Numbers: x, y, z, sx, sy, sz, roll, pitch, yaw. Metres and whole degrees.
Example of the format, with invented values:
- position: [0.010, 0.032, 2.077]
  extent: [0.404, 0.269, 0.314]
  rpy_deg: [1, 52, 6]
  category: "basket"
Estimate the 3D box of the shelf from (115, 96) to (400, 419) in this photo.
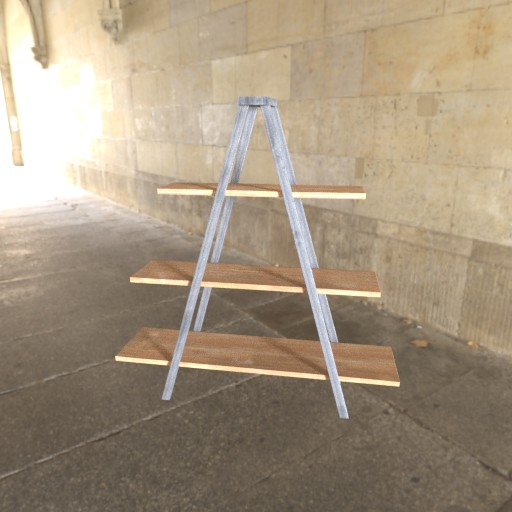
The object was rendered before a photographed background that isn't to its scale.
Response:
- position: [0.000, 0.000, 2.696]
  extent: [1.746, 1.808, 0.508]
  rpy_deg: [3, 17, 9]
  category: "shelf"
